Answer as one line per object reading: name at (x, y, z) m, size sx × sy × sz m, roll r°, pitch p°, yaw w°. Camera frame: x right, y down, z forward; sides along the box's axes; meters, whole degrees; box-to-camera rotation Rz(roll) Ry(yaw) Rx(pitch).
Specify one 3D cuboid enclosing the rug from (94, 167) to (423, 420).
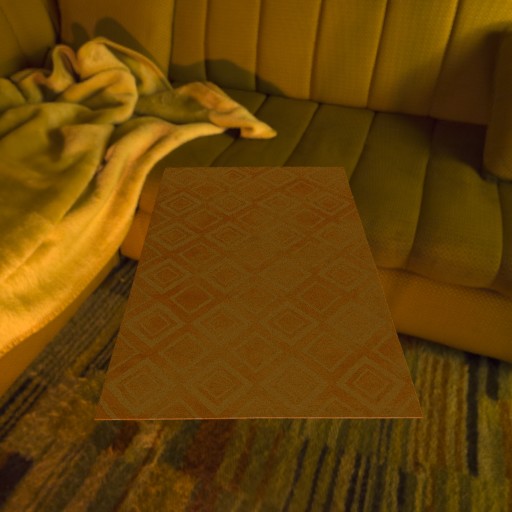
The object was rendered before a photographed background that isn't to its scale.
rug at (0.000, 0.000, 2.317) m, size 1.213 × 0.010 × 1.829 m, roll 0°, pitch 41°, yaw -1°
